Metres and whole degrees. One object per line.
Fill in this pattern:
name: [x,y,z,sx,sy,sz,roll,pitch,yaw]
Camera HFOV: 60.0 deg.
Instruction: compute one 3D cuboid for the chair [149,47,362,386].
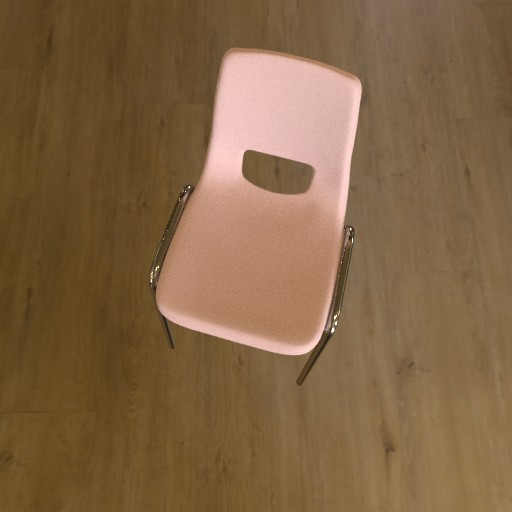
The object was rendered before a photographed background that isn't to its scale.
chair: [0.000,0.000,0.932,0.381,0.704,0.436,15,74,4]
